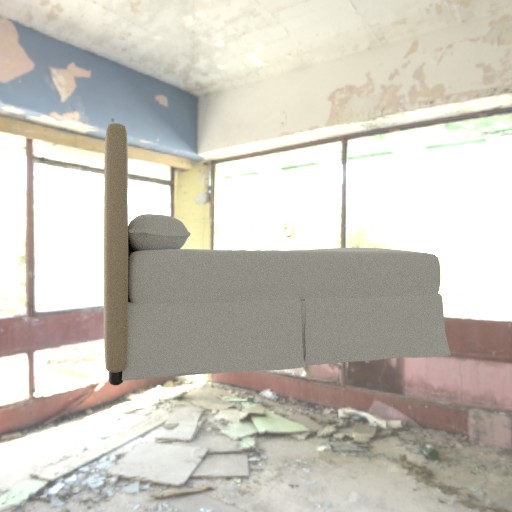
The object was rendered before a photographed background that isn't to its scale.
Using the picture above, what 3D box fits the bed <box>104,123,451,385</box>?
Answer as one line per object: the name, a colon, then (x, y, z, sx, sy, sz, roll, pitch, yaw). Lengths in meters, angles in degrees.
bed: (0.000, 0.000, 3.309, 2.142, 1.330, 1.723, 0, 0, -18)
